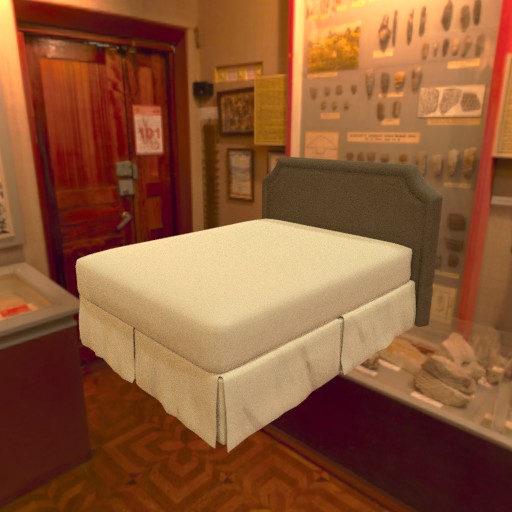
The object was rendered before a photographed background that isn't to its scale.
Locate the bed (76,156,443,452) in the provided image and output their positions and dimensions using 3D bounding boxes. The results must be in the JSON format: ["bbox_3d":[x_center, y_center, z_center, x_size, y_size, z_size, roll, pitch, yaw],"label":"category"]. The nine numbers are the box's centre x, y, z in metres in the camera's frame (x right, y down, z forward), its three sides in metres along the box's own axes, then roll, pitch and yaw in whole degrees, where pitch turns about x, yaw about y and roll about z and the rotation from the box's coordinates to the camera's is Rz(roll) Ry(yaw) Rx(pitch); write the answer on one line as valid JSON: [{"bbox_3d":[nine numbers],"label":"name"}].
[{"bbox_3d":[0.000,0.000,3.315,2.181,1.297,1.831,-16,23,-42],"label":"bed"}]
